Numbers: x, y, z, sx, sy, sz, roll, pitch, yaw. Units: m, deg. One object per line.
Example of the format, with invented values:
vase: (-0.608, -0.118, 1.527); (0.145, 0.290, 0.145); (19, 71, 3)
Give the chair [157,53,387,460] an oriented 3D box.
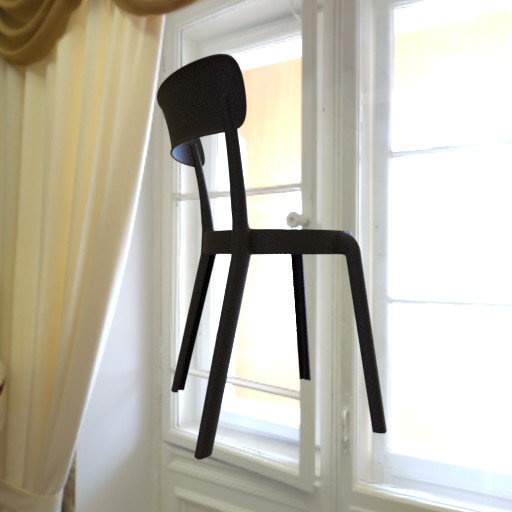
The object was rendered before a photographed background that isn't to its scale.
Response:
chair: (0.000, 0.000, 1.131); (0.491, 0.790, 0.506); (0, 1, -17)
